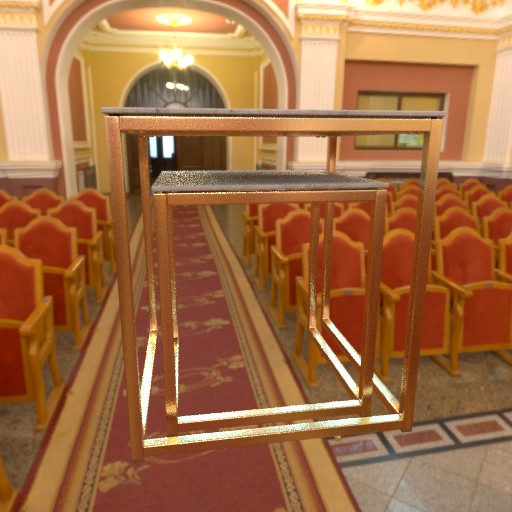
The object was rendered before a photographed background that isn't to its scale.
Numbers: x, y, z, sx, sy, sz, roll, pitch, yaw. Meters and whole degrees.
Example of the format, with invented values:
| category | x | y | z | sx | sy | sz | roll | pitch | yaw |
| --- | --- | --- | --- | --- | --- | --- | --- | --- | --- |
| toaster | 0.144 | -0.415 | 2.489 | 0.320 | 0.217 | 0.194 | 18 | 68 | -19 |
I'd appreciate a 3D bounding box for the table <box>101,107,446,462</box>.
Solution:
| category | x | y | z | sx | sy | sz | roll | pitch | yaw |
| --- | --- | --- | --- | --- | --- | --- | --- | --- | --- |
| table | 0.000 | 0.000 | 0.842 | 0.450 | 0.500 | 0.450 | -2 | 15 | -9 |
